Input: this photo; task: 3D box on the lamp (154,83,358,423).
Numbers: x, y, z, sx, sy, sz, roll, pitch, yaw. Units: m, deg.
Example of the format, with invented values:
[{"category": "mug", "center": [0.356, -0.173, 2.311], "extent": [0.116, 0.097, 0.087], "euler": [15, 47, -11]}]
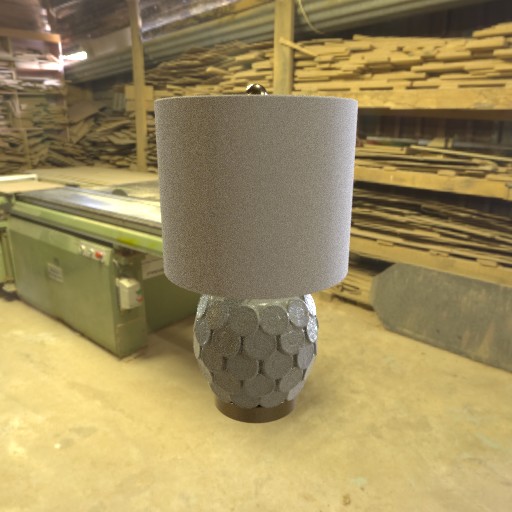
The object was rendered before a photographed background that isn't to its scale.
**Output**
[{"category": "lamp", "center": [0.000, 0.000, 0.621], "extent": [0.254, 0.452, 0.254], "euler": [0, 16, 0]}]
